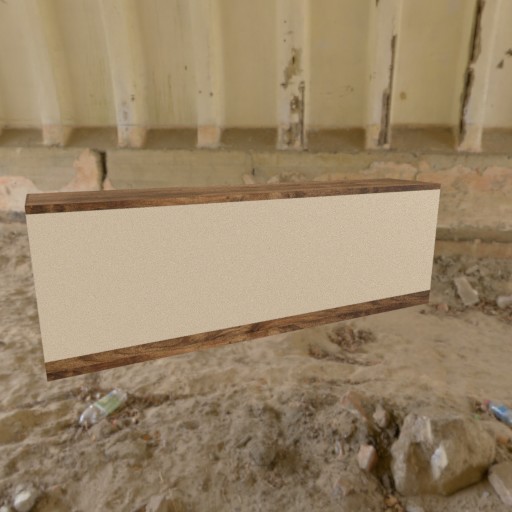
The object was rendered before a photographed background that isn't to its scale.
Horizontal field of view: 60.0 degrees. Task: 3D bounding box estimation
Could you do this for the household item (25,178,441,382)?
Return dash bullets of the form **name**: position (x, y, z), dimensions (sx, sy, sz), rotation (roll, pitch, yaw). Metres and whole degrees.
- **household item**: position (0.000, 0.000, 2.015), dimensions (1.800, 0.615, 0.390), rotation (-7, 16, -25)
